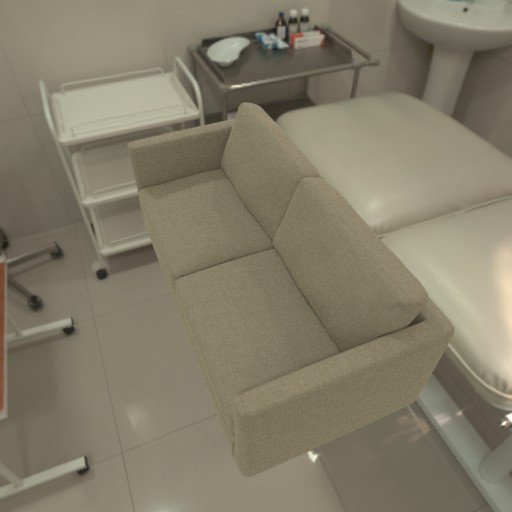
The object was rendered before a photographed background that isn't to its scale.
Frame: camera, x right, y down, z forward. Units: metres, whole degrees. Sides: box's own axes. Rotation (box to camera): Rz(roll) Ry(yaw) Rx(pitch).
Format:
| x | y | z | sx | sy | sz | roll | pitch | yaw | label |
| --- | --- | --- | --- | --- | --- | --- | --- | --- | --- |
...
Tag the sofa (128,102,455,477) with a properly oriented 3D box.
| x | y | z | sx | sy | sz | roll | pitch | yaw | label |
| --- | --- | --- | --- | --- | --- | --- | --- | --- | --- |
| 0.000 | 0.000 | 2.404 | 0.951 | 0.947 | 1.884 | -17 | 49 | -16 | sofa |
